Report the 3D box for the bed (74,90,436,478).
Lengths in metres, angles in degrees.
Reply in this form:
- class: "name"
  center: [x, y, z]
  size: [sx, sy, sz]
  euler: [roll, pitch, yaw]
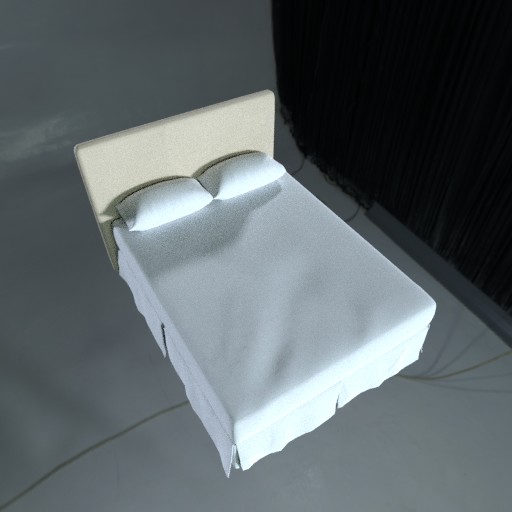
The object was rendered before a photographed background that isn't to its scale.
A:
- class: "bed"
  center: [0.000, 0.000, 3.236]
  size: [1.723, 1.330, 2.142]
  euler: [-24, 50, -22]
